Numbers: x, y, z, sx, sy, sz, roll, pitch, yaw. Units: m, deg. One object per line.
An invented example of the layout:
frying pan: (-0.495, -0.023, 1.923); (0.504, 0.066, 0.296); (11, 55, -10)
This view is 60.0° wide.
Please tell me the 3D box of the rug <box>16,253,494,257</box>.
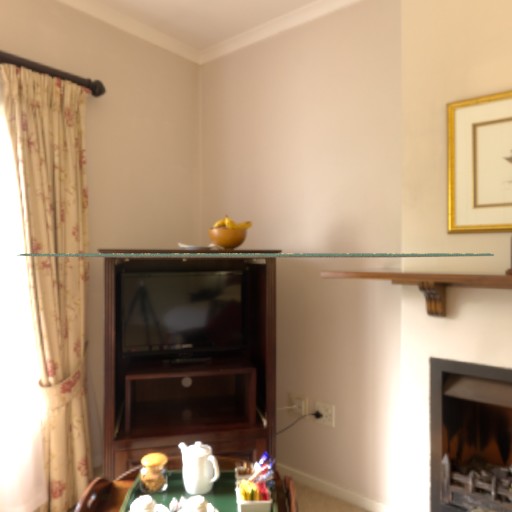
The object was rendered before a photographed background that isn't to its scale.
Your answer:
rug: (0.000, 0.000, 2.817); (2.205, 0.012, 1.554); (0, 0, 1)
